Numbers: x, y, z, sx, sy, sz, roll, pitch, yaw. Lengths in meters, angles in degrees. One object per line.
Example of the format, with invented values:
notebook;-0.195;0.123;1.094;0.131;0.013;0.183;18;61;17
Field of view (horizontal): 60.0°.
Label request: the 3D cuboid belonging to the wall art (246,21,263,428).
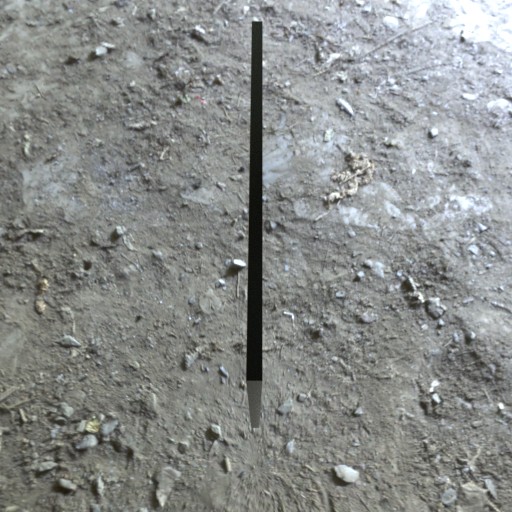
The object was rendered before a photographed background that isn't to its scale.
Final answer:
wall art;0.000;0.000;0.664;0.014;0.445;0.446;0;64;0
